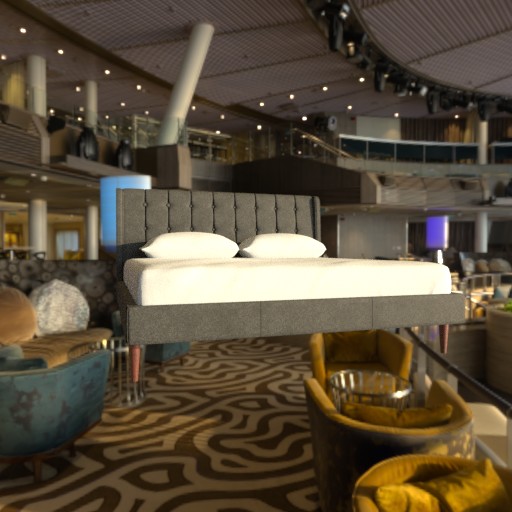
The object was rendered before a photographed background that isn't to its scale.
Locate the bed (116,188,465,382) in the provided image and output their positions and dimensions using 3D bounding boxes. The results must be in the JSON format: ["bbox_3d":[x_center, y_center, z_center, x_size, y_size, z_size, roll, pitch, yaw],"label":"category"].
[{"bbox_3d":[0.000,0.000,2.597,1.531,0.933,1.638,0,1,-19],"label":"bed"}]
